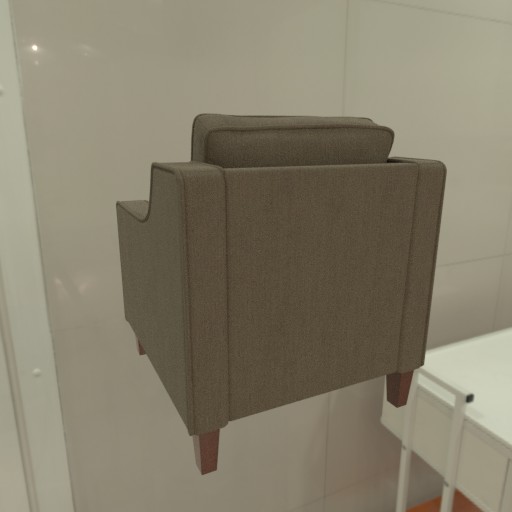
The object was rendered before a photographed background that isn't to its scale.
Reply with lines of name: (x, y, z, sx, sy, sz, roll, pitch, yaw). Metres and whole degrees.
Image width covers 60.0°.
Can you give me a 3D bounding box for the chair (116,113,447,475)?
chair: (0.000, 0.000, 1.619, 0.831, 0.960, 0.909, -7, 17, -26)
